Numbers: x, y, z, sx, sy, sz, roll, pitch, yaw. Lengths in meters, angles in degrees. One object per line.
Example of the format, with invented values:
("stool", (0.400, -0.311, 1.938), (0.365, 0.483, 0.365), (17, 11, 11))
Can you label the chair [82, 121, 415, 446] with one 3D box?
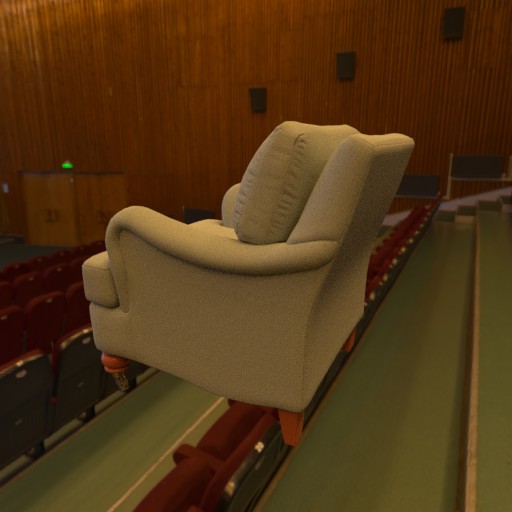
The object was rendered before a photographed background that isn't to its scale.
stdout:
("chair", (0.000, 0.000, 1.819), (1.070, 1.038, 0.955), (7, 17, 24))
